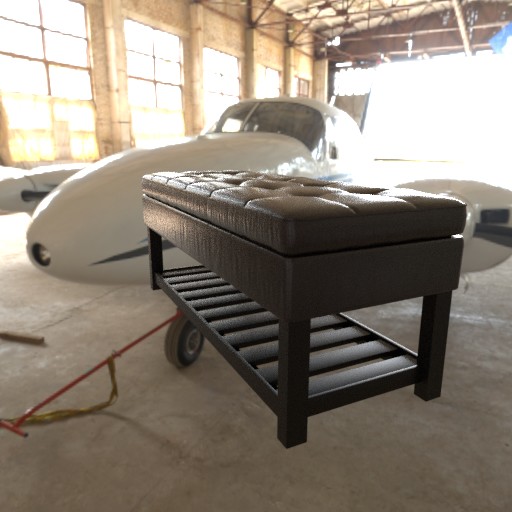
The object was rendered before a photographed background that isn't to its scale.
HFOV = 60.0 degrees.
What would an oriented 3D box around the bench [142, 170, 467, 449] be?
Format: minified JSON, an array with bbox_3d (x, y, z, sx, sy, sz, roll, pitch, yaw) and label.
[{"bbox_3d":[0.000,0.000,1.328,0.432,0.460,1.105,-7,16,-25],"label":"bench"}]
